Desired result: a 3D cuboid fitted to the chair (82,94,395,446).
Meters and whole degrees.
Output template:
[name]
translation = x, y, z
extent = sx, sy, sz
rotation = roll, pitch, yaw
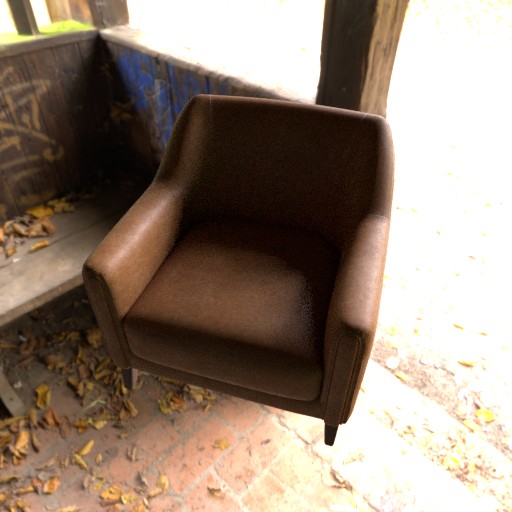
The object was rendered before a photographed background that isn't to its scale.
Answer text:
[chair]
translation = 0.000, 0.000, 1.883
extent = 1.037, 0.980, 1.034
rotation = 11, 42, 13
